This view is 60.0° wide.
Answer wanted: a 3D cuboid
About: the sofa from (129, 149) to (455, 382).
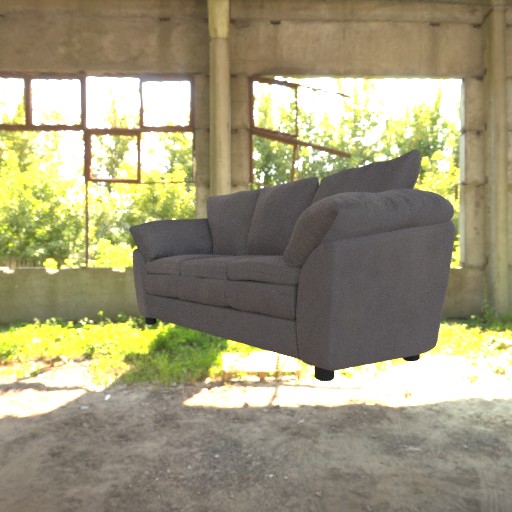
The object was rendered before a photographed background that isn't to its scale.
[{"bbox_3d":[0.000,0.000,2.881,0.878,1.073,2.336,0,0,-36],"label":"sofa"}]
